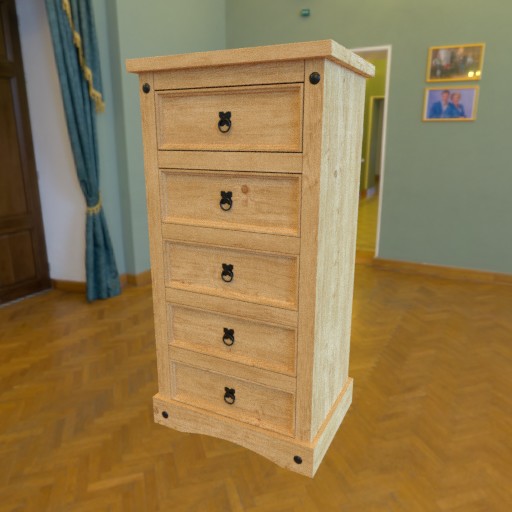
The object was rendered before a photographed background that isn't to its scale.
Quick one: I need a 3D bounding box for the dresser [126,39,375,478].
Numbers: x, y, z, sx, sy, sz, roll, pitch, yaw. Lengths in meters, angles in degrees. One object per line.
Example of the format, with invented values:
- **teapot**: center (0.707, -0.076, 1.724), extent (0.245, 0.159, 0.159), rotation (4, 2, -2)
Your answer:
- **dresser**: center (0.000, 0.000, 1.291), extent (0.531, 1.041, 0.390), rotation (8, 17, 26)
